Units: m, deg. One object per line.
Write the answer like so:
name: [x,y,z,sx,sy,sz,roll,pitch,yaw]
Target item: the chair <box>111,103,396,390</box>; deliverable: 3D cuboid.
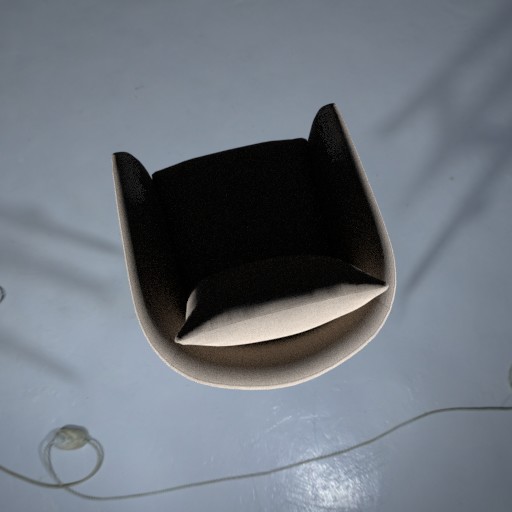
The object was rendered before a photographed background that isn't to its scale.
chair: [0.000,0.000,1.613,0.845,0.848,0.910,-14,77,-3]
